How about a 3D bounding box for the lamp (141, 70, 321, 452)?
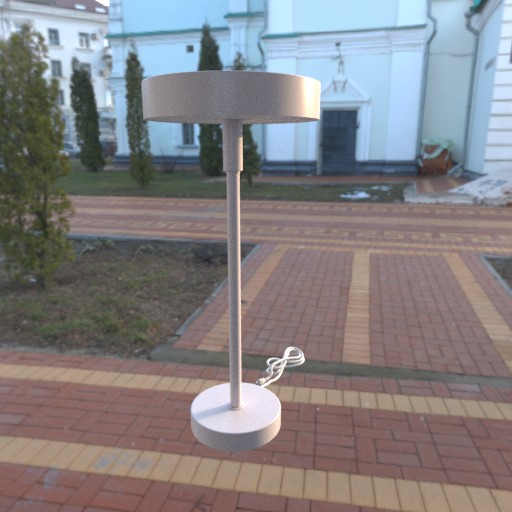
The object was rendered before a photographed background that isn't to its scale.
[{"bbox_3d":[0.000,0.000,0.697,0.229,0.508,0.369,7,16,26],"label":"lamp"}]
